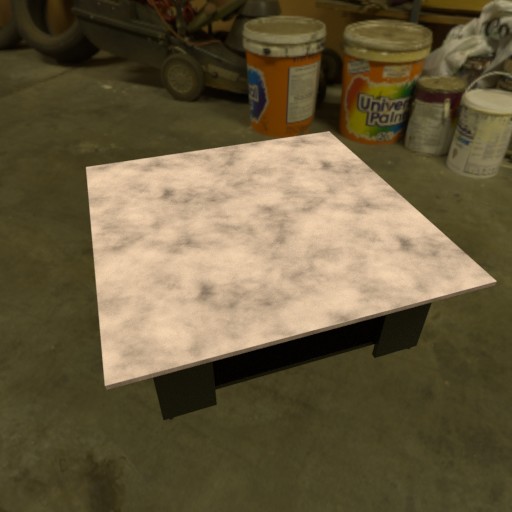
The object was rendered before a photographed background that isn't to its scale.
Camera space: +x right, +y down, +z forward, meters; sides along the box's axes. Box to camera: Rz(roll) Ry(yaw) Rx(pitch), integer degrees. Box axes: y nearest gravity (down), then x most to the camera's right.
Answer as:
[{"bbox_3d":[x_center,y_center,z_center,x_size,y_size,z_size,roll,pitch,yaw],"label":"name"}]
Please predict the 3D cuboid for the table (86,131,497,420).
[{"bbox_3d":[0.000,0.000,1.350,0.890,0.305,0.890,-12,41,-14],"label":"table"}]
